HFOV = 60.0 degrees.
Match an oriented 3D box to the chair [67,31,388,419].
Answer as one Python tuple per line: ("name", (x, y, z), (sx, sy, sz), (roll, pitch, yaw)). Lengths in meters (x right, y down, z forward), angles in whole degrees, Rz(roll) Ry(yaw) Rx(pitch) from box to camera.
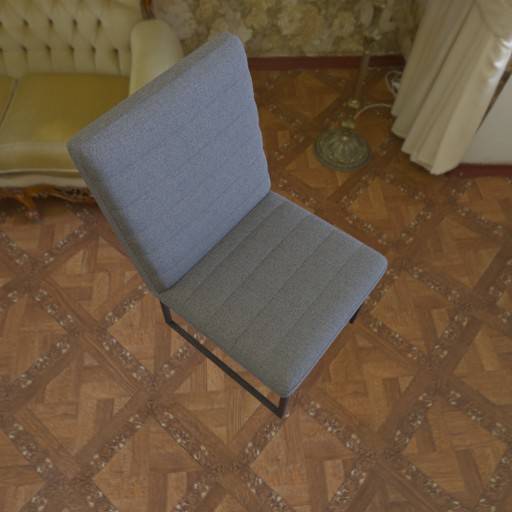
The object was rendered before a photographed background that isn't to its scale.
("chair", (0.000, 0.000, 1.296), (0.634, 0.930, 0.520), (35, 65, 19))
